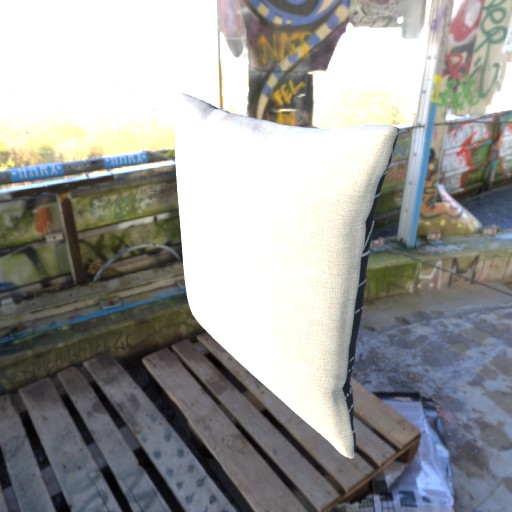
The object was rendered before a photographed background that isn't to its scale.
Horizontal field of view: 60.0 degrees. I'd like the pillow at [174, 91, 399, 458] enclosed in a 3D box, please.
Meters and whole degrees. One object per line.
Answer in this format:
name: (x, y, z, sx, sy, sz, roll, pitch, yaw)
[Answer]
pillow: (0.000, 0.000, 0.773, 0.158, 0.508, 0.517, -18, 31, -32)
